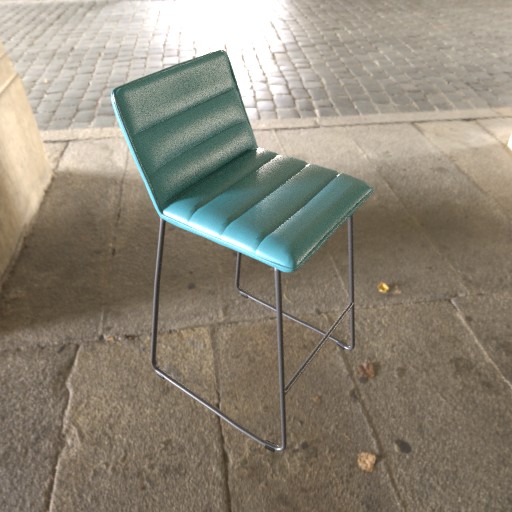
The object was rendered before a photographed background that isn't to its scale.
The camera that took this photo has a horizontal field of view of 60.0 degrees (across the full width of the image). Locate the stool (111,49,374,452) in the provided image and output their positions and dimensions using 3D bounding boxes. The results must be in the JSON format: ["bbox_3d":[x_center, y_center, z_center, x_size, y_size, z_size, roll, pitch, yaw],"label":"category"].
[{"bbox_3d":[0.000,0.000,1.233,0.524,0.936,0.489,25,46,27],"label":"stool"}]
